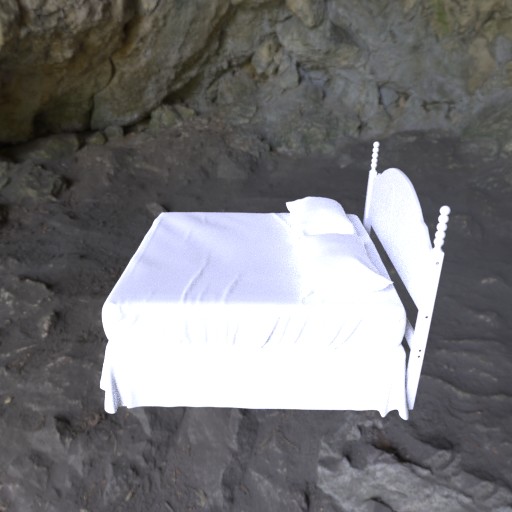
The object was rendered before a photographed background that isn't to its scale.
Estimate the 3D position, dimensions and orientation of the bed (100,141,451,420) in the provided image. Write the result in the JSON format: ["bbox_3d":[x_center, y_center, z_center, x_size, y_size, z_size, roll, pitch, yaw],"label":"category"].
[{"bbox_3d":[0.000,0.000,3.277,2.040,1.356,1.873,1,26,1],"label":"bed"}]
